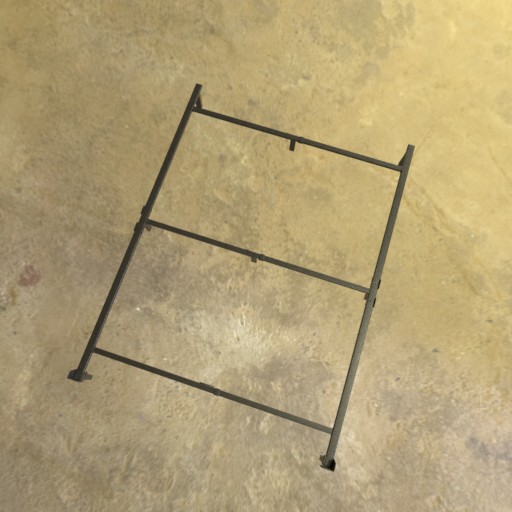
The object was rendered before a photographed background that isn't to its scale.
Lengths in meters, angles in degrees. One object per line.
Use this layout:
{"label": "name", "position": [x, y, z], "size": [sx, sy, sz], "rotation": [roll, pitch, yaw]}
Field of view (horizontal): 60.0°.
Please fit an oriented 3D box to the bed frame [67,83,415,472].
{"label": "bed frame", "position": [0.000, 0.000, 2.691], "size": [1.498, 0.248, 1.990], "rotation": [18, 76, 5]}
